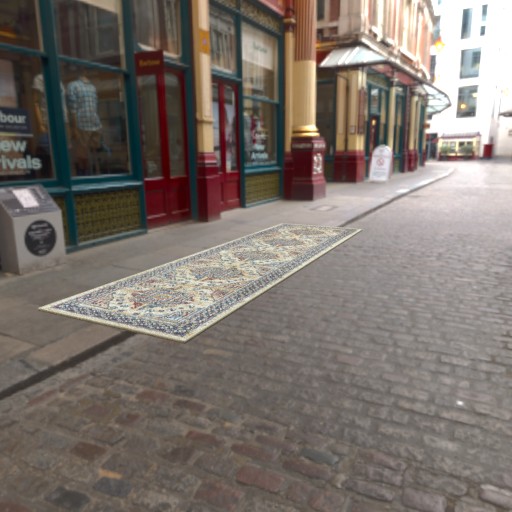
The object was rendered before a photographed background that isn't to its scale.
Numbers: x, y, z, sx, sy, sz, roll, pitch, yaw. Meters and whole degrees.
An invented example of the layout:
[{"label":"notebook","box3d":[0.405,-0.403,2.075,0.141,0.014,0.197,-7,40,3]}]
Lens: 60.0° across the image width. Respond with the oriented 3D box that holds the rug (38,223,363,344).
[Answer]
[{"label":"rug","box3d":[0.000,0.000,2.497,0.661,0.013,2.297,6,14,26]}]
